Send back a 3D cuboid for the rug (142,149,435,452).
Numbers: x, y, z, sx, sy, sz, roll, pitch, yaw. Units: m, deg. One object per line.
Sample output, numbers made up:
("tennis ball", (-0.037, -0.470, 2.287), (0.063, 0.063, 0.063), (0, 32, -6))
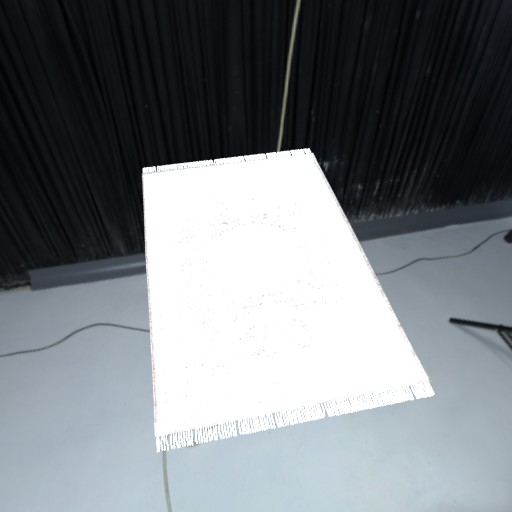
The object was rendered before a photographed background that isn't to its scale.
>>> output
("rug", (0.000, 0.000, 3.140), (1.528, 0.010, 2.440), (-9, 48, -8))
